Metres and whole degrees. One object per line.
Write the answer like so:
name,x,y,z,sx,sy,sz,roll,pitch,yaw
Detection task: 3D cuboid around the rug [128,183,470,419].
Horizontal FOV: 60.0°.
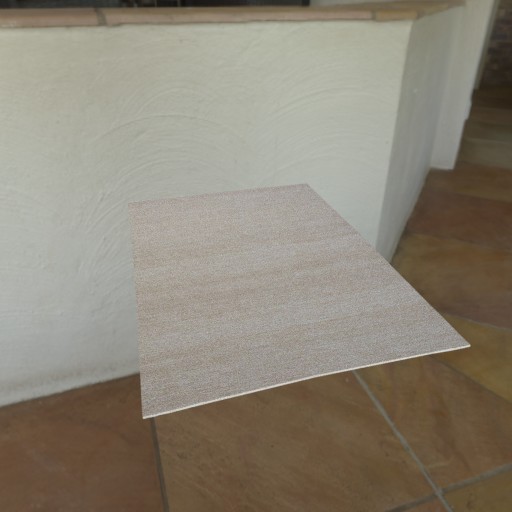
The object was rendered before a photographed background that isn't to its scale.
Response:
rug,0.000,0.000,3.737,2.032,0.038,2.869,-8,32,-13
